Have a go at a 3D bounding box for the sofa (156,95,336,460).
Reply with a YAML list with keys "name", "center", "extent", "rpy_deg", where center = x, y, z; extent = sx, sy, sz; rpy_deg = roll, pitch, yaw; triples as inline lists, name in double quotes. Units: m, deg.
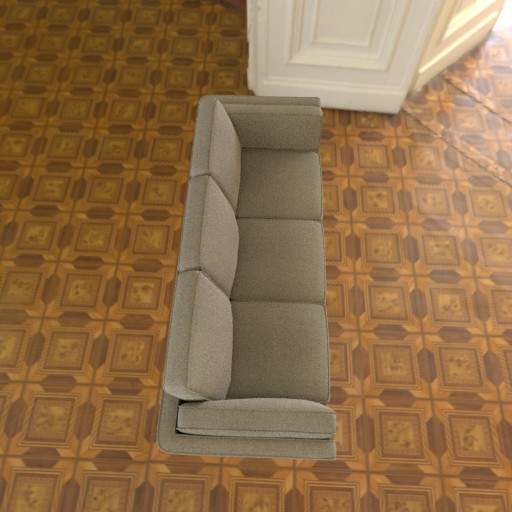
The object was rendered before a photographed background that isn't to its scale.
- name: "sofa"
  center: [0.000, 0.000, 2.830]
  extent: [0.903, 0.899, 2.362]
  rpy_deg: [2, 63, 1]
